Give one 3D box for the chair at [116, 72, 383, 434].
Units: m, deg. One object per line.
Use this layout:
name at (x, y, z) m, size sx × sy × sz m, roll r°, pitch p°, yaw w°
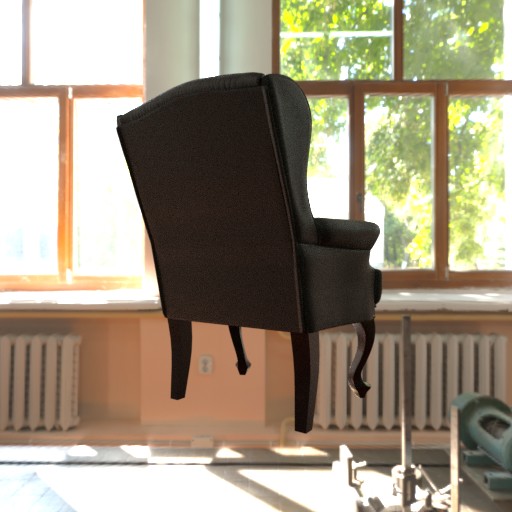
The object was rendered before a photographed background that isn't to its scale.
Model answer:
chair at (0.000, 0.000, 1.710) m, size 0.831 × 1.133 × 0.822 m, roll 0°, pitch -1°, yaw 36°
